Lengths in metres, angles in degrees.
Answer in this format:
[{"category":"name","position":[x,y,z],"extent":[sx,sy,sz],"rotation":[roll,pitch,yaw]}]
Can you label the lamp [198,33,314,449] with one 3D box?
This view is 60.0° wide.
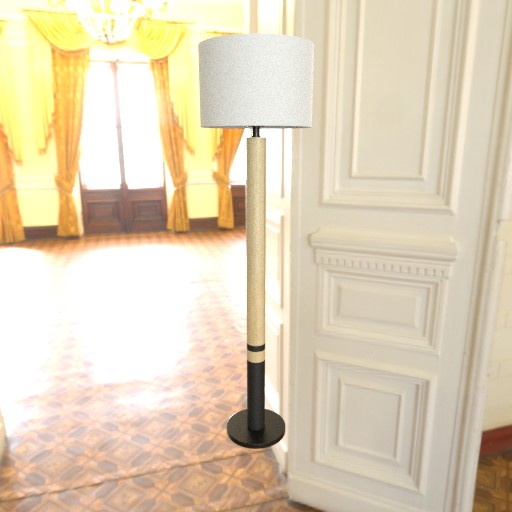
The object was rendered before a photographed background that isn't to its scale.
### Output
[{"category":"lamp","position":[0.000,0.000,1.644],"extent":[0.381,1.478,0.381],"rotation":[8,17,28]}]
